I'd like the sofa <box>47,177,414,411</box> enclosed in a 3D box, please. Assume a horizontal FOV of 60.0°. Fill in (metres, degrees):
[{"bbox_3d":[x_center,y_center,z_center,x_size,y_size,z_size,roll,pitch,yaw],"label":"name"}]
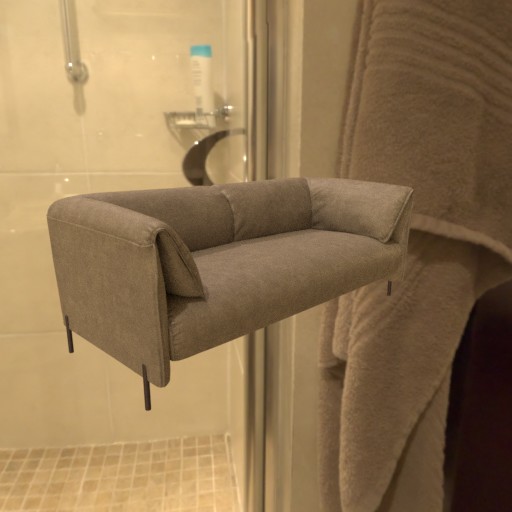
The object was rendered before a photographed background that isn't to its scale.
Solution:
[{"bbox_3d":[0.000,0.000,2.427,0.905,0.747,1.878,14,20,43],"label":"sofa"}]
